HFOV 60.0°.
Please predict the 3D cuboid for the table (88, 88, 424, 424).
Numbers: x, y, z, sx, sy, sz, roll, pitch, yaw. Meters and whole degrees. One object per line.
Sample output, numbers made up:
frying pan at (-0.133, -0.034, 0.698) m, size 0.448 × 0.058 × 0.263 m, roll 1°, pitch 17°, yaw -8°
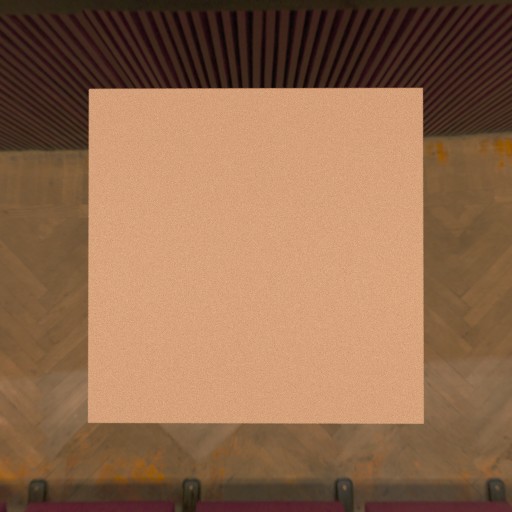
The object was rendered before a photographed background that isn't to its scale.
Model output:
table at (0.000, 0.000, 1.041) m, size 0.670 × 0.305 × 0.670 m, roll 0°, pitch 90°, yaw 0°
